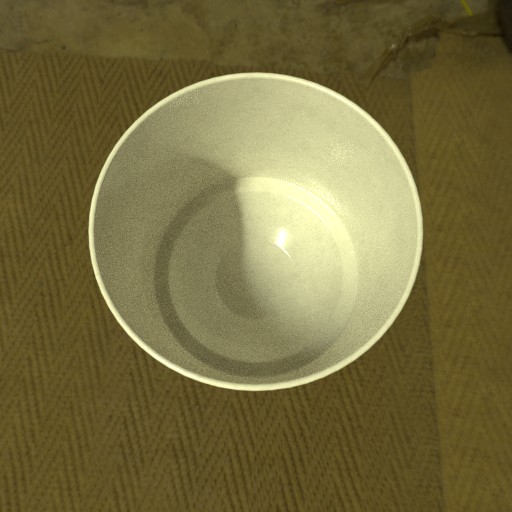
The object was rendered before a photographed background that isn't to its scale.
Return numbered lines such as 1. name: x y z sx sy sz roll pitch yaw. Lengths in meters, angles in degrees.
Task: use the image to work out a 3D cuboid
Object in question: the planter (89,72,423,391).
1. planter: 0.000 0.000 0.339 0.190 0.181 0.190 0 76 0
